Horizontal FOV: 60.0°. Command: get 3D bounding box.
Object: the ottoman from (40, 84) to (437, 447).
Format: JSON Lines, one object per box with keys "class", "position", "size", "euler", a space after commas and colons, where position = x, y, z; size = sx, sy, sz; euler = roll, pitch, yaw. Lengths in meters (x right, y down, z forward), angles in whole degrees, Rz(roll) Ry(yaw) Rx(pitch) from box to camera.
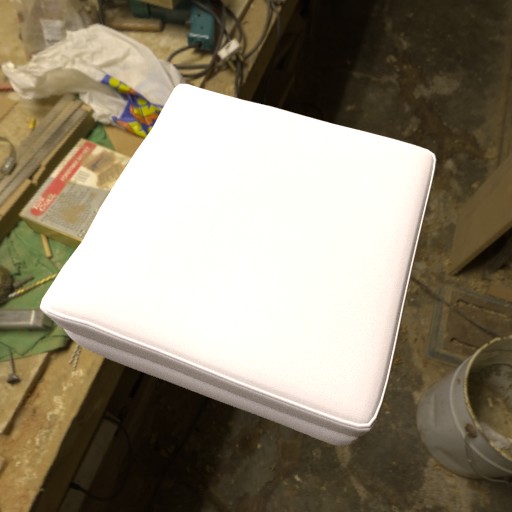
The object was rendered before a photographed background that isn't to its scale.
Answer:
{"class": "ottoman", "position": [0.000, 0.000, 1.329], "size": [0.838, 0.479, 0.838], "euler": [18, 64, 9]}
